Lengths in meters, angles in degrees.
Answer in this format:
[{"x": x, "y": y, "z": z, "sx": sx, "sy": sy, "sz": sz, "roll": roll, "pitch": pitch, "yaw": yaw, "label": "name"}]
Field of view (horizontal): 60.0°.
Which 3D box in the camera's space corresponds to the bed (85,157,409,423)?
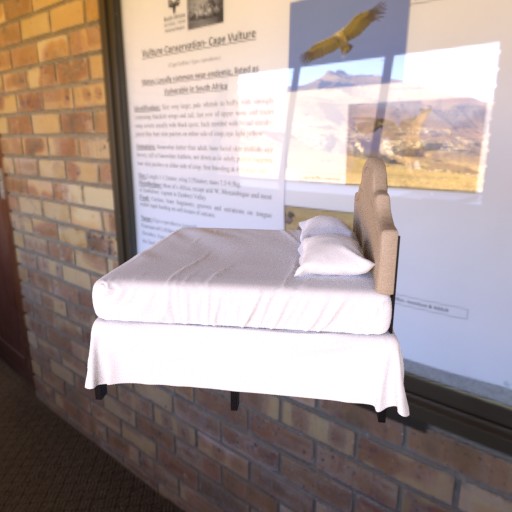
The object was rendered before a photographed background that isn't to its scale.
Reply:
[{"x": 0.000, "y": 0.000, "z": 3.729, "sx": 2.222, "sy": 1.631, "sz": 2.303, "roll": 2, "pitch": 15, "yaw": 8, "label": "bed"}]
